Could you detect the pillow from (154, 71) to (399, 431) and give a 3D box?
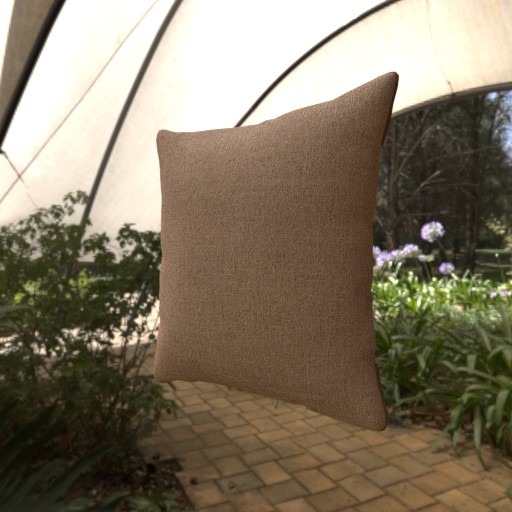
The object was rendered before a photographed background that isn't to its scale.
[{"bbox_3d":[0.000,0.000,0.668,0.437,0.448,0.147,0,0,36],"label":"pillow"}]
